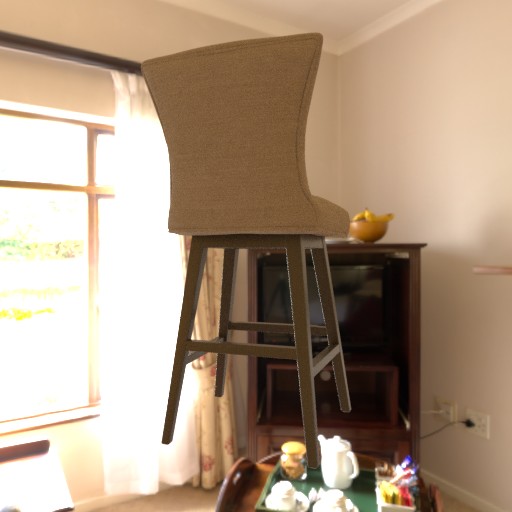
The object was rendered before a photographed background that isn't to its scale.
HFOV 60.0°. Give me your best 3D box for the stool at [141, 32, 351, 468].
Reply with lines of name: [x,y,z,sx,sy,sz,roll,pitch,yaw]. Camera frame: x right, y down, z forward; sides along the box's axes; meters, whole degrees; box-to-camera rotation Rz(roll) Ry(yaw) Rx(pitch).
stool: [0.000,0.000,1.372,0.514,1.086,0.574,0,0,19]
